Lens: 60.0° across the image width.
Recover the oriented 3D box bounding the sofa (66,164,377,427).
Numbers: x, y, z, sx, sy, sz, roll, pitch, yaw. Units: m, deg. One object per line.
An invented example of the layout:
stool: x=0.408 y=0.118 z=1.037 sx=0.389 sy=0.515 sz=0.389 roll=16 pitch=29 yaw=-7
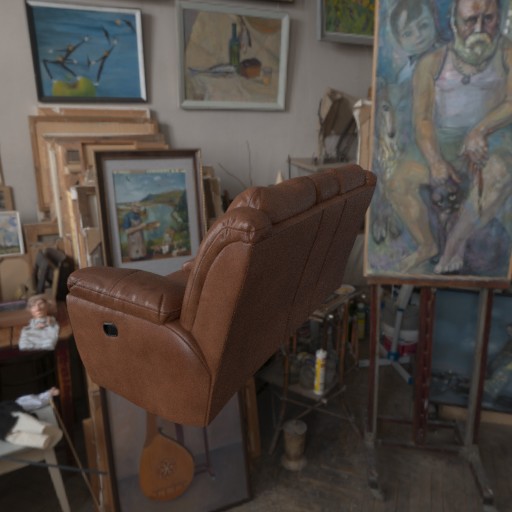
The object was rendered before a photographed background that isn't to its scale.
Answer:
sofa: x=0.000 y=0.000 z=2.679 sx=0.991 sy=1.043 sz=2.058 roll=8 pitch=18 yaw=26
